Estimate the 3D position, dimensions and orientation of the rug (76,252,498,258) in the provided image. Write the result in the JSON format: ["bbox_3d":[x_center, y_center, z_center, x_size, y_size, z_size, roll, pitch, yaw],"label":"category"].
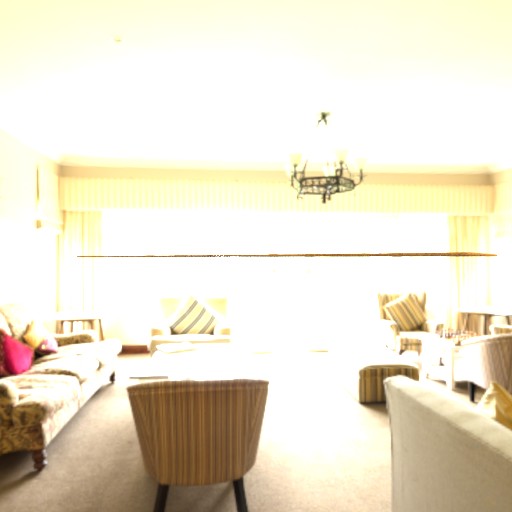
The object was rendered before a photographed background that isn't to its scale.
[{"bbox_3d":[0.000,0.000,2.632,2.452,0.012,0.775,0,-1,35],"label":"rug"}]
